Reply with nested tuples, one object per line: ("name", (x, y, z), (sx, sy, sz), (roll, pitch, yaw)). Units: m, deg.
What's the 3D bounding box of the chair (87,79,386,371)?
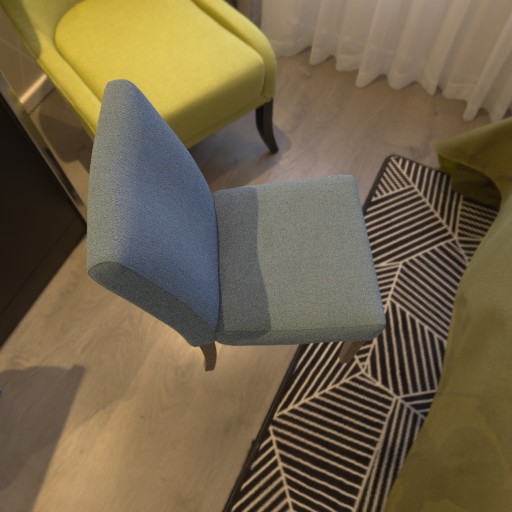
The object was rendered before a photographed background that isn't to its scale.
("chair", (0.000, 0.000, 1.214), (0.629, 0.882, 0.487), (-4, 64, -2))
